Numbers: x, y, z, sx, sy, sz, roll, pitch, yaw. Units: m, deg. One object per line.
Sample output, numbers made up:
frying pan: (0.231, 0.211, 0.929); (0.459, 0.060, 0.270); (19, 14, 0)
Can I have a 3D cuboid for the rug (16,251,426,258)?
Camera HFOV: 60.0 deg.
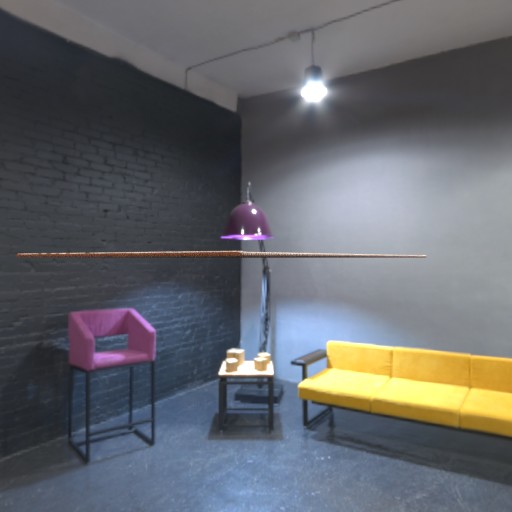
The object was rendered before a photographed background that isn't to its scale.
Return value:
rug: (0.000, 0.000, 2.283); (1.225, 0.015, 1.840); (0, 0, 36)
